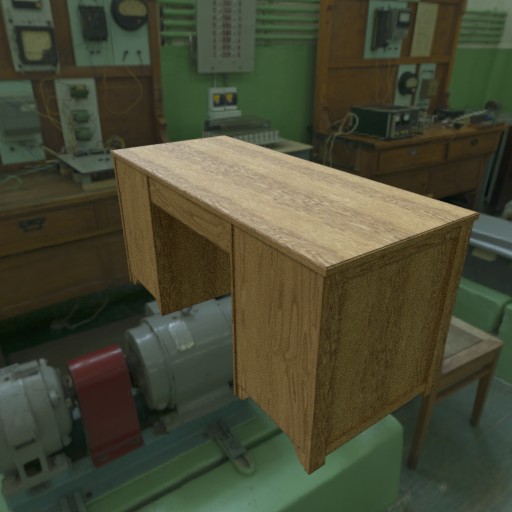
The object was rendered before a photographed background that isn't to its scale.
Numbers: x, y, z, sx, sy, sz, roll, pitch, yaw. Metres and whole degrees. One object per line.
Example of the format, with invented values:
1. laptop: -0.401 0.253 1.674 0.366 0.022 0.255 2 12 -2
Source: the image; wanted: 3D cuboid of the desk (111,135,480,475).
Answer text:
1. desk: 0.000 0.000 1.997 0.685 0.751 1.567 -17 31 -31
